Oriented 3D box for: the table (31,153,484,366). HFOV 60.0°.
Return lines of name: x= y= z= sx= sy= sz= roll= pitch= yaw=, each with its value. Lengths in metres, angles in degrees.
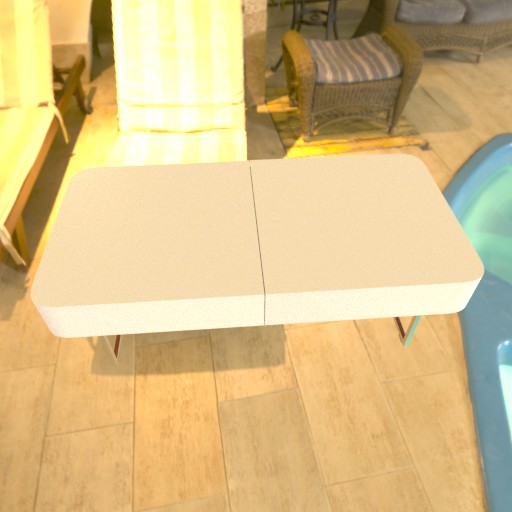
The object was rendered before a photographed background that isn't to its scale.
table: x=0.000 y=0.000 z=1.458 sx=1.200 sy=0.340 sz=0.600 roll=-3 pitch=46 yaw=-3
